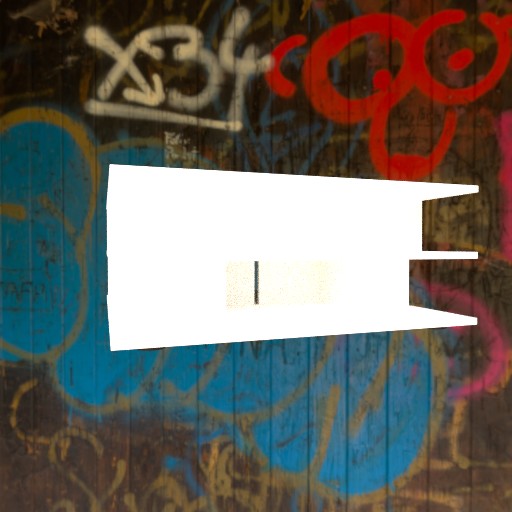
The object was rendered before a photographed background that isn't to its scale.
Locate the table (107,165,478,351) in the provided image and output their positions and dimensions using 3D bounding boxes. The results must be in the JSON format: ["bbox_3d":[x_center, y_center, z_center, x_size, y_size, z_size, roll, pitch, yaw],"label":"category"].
[{"bbox_3d":[0.000,0.000,1.107,0.700,0.289,0.700,0,1,-19],"label":"table"}]
